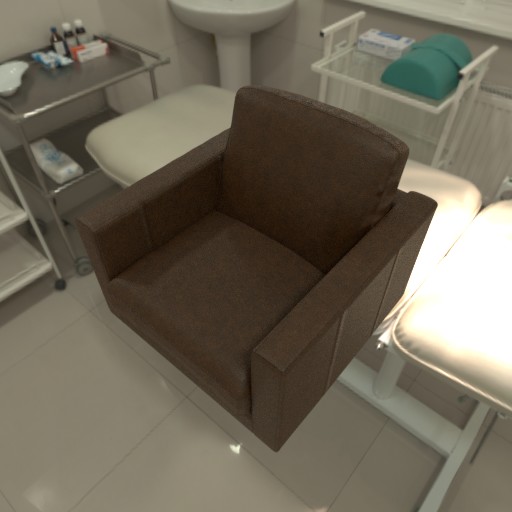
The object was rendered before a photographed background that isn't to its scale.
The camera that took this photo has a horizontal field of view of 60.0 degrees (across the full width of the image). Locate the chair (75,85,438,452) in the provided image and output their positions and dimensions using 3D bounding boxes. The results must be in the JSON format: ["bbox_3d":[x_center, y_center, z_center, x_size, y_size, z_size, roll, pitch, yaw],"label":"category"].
[{"bbox_3d":[0.000,0.000,1.638,0.890,0.956,0.909,32,54,27],"label":"chair"}]
